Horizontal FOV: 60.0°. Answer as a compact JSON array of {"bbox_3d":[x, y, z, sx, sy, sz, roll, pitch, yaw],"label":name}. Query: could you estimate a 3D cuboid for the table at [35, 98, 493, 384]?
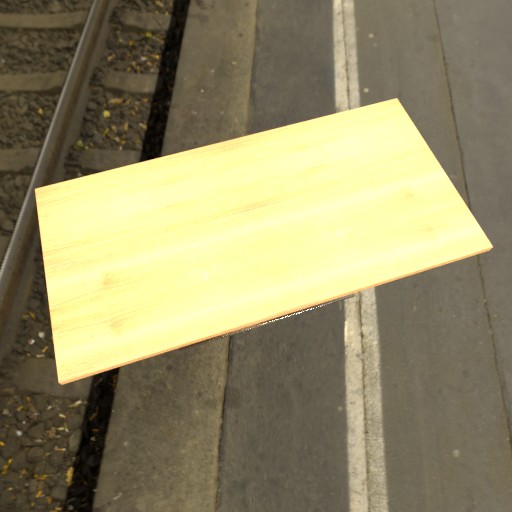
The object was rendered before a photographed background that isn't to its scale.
[{"bbox_3d":[0.000,0.000,2.261,1.800,0.750,0.900,-16,64,-8],"label":"table"}]
